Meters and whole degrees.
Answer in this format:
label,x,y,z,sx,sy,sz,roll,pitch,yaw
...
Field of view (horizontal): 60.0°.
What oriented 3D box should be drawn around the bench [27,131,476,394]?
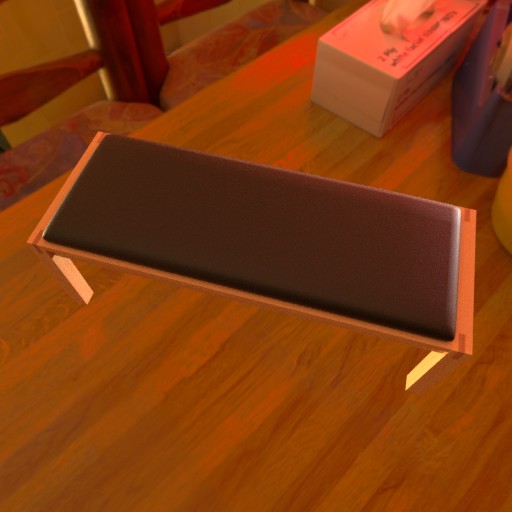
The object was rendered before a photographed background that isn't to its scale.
label,x,y,z,sx,sy,sz,roll,pitch,yaw
bench,0.000,0.000,1.400,1.202,0.430,0.450,13,60,8
